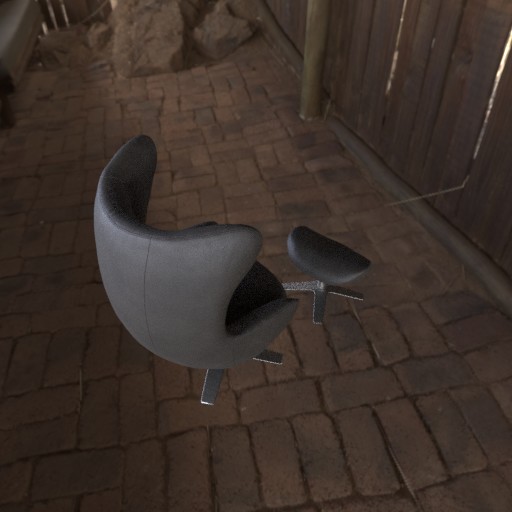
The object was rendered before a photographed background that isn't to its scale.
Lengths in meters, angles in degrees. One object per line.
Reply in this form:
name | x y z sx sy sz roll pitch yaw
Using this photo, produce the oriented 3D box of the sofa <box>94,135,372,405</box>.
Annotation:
sofa | 0.000 0.000 2.187 1.444 1.135 0.894 -24 46 -26
